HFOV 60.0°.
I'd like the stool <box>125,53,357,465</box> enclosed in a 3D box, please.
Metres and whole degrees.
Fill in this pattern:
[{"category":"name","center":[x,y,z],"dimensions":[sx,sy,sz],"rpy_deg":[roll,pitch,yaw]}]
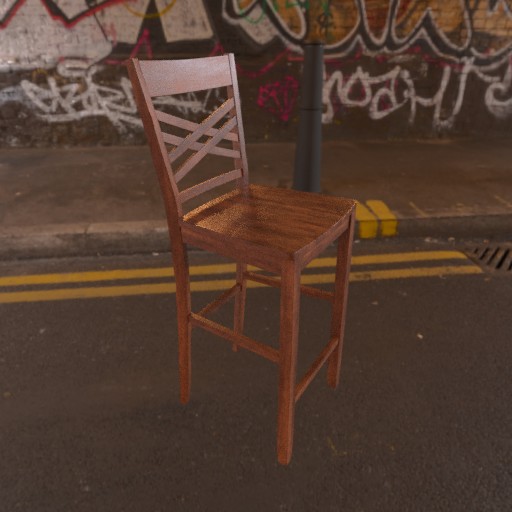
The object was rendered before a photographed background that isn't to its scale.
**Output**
[{"category":"stool","center":[0.000,0.000,1.348],"dimensions":[0.487,1.105,0.433],"rpy_deg":[15,30,28]}]
